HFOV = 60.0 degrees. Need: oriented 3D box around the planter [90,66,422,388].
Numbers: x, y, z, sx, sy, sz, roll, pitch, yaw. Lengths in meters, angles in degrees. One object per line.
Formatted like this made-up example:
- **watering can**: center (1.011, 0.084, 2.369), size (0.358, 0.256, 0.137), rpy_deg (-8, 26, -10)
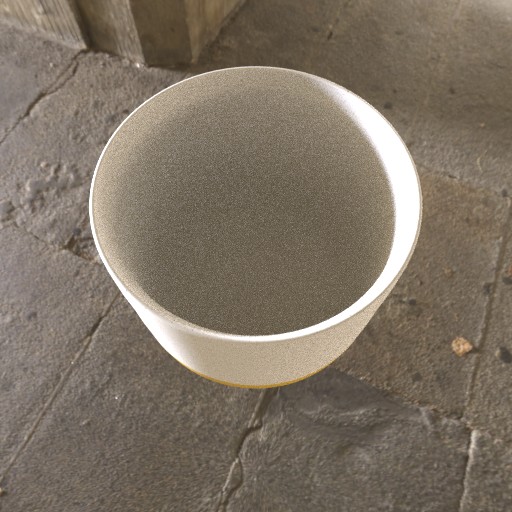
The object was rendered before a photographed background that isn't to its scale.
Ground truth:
- **planter**: center (0.000, 0.000, 0.478), size (0.268, 0.270, 0.268), rpy_deg (0, 64, 0)
